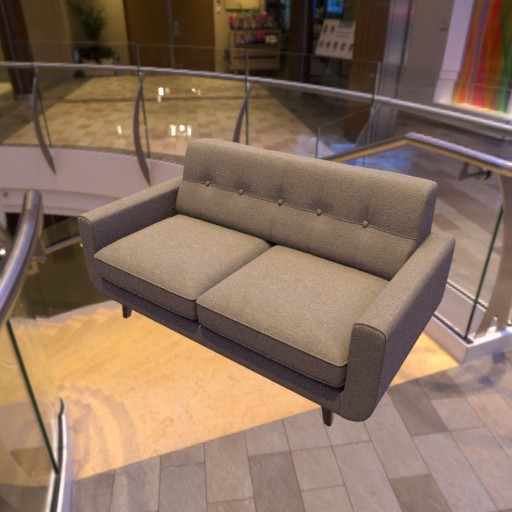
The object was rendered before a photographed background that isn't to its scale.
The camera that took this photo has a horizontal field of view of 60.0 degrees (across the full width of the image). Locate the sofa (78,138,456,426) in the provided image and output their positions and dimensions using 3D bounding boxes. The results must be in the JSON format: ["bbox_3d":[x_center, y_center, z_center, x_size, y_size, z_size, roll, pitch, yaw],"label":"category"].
[{"bbox_3d":[0.000,0.000,2.194,1.631,0.841,0.909,19,34,31],"label":"sofa"}]
